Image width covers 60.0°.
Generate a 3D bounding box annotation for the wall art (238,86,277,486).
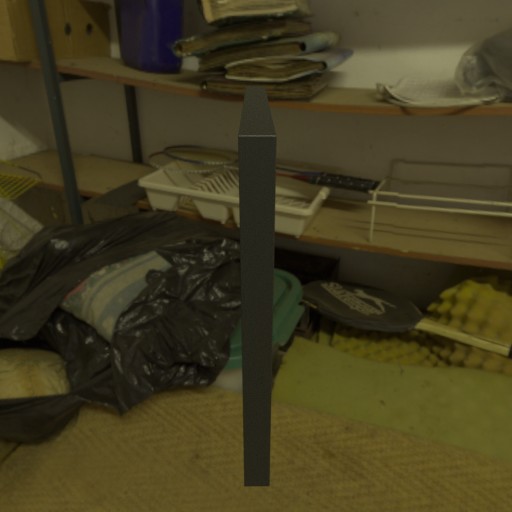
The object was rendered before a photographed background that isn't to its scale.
[{"bbox_3d":[0.000,0.000,0.767,0.037,0.506,0.506,0,26,0],"label":"wall art"}]
